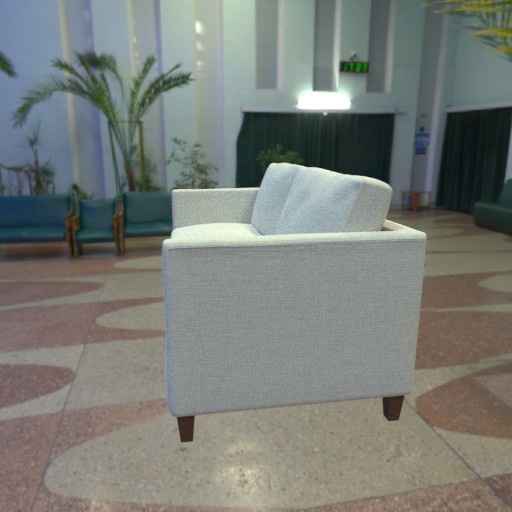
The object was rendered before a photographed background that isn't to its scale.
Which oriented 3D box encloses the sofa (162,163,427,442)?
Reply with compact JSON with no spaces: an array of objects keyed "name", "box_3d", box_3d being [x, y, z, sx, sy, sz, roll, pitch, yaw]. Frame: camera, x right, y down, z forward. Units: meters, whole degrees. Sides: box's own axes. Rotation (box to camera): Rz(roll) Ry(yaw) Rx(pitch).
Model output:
[{"name":"sofa","box_3d":[0.000,0.000,2.416,0.950,0.963,1.838,-2,14,-9]}]
